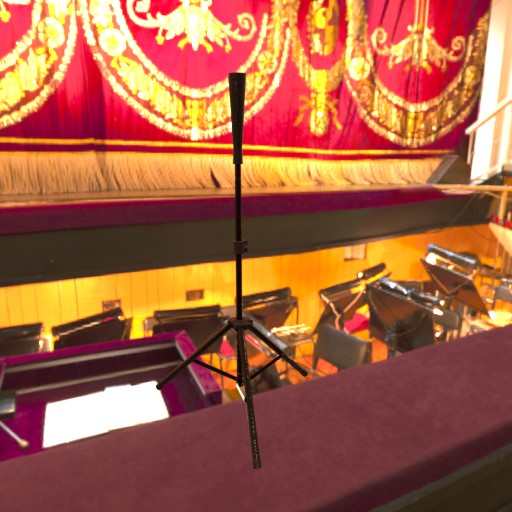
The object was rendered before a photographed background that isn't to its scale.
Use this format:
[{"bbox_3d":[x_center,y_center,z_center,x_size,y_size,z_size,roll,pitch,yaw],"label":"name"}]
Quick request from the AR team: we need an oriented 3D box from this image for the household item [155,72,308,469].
[{"bbox_3d":[0.000,0.000,1.378,0.559,1.067,0.559,-6,15,-25],"label":"household item"}]
